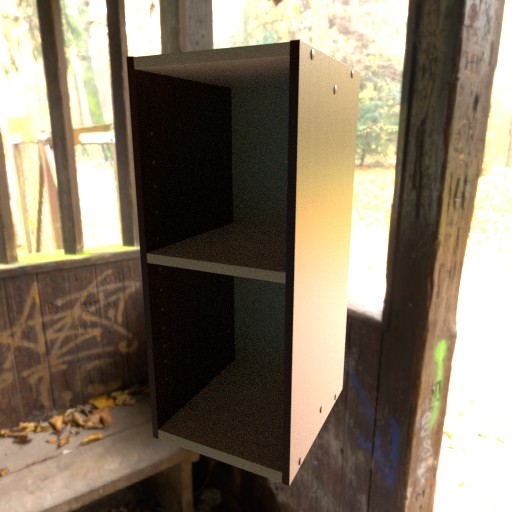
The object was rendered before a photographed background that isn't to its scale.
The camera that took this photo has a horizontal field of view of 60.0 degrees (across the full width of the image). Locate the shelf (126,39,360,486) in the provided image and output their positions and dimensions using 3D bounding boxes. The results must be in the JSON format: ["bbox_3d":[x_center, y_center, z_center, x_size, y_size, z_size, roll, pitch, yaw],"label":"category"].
[{"bbox_3d":[0.000,0.000,0.751,0.253,0.600,0.290,7,17,25],"label":"shelf"}]
